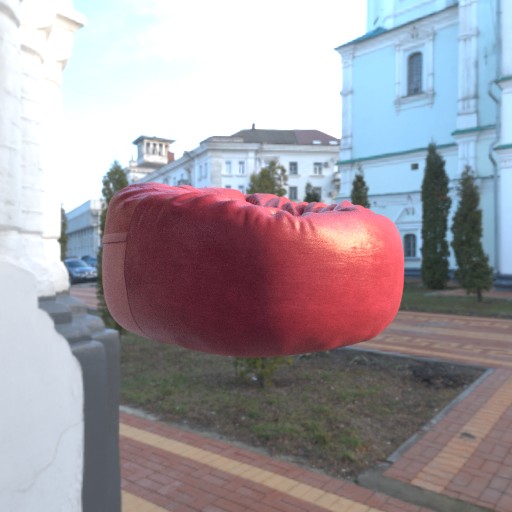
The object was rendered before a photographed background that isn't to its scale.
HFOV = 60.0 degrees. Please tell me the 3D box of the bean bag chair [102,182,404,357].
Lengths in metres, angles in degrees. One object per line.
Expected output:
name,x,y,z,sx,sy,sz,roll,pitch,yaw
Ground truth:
bean bag chair,0.000,0.000,2.412,1.524,0.878,1.524,0,0,-36
